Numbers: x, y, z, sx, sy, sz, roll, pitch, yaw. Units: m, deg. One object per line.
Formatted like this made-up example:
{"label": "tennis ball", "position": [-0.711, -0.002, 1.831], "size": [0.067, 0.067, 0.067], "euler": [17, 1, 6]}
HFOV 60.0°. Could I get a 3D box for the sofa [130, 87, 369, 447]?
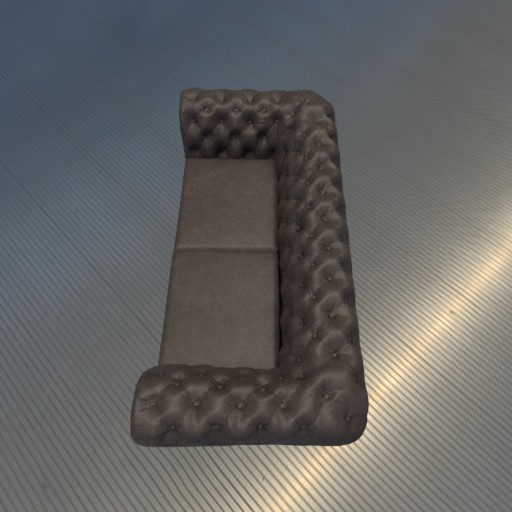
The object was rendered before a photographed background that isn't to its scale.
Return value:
{"label": "sofa", "position": [0.000, 0.000, 2.465], "size": [0.944, 0.779, 2.048], "euler": [1, 59, 0]}
